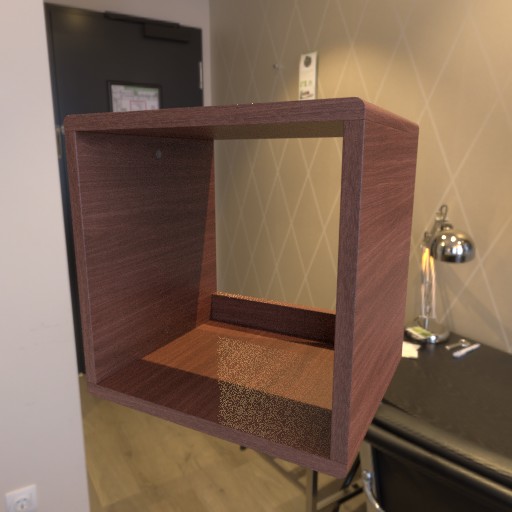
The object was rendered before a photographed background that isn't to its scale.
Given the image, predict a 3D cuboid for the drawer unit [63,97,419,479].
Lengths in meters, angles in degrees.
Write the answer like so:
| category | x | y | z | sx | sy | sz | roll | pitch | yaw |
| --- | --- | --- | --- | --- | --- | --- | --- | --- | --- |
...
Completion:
| category | x | y | z | sx | sy | sz | roll | pitch | yaw |
| --- | --- | --- | --- | --- | --- | --- | --- | --- | --- |
| drawer unit | 0.000 | 0.000 | 0.593 | 0.349 | 0.351 | 0.290 | 6 | 14 | 27 |
